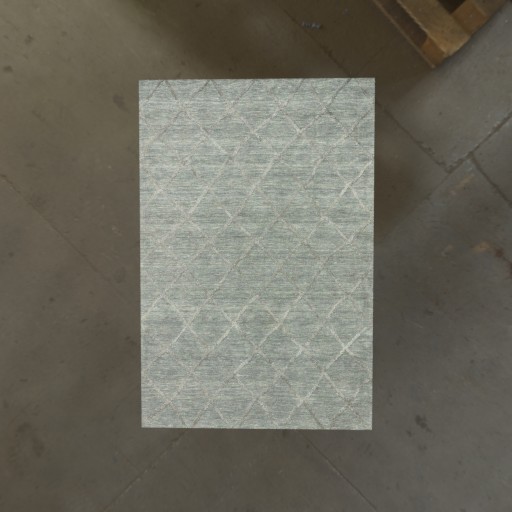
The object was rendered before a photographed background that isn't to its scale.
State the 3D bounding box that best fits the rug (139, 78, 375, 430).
[{"bbox_3d":[0.000,0.000,2.895,1.521,0.006,2.283,0,92,2],"label":"rug"}]
